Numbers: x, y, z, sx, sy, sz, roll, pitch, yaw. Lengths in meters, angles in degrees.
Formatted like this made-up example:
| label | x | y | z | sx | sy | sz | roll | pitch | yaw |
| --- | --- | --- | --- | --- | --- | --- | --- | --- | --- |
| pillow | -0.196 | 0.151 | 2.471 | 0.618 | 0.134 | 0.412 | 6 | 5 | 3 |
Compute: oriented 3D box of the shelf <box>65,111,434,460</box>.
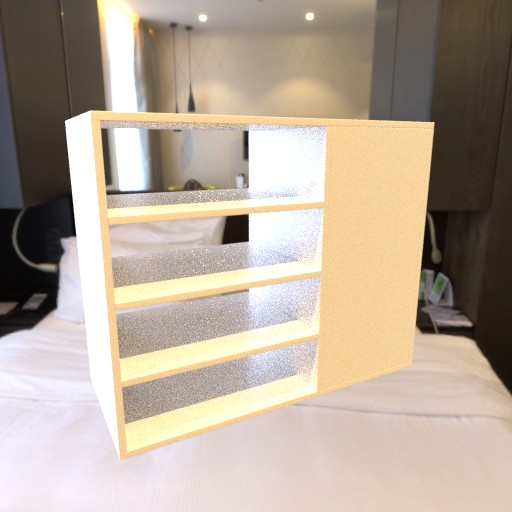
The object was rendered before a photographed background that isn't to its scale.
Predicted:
| label | x | y | z | sx | sy | sz | roll | pitch | yaw |
| --- | --- | --- | --- | --- | --- | --- | --- | --- | --- |
| shelf | 0.000 | 0.000 | 1.261 | 0.895 | 0.732 | 0.396 | -8 | 16 | -28 |
